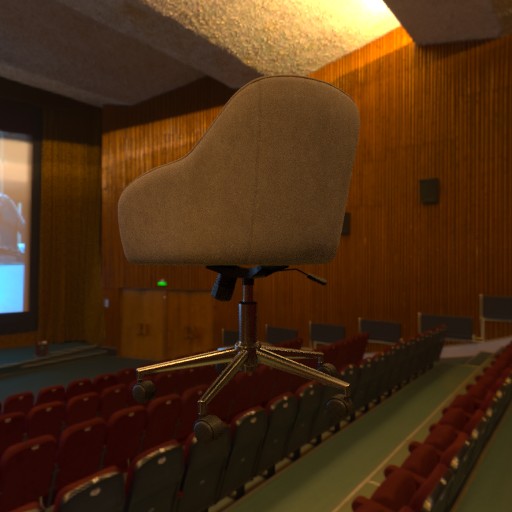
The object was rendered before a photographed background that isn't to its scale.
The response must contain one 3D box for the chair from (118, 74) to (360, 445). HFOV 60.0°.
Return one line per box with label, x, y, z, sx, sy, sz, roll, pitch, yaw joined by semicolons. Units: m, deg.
chair;0.000;0.000;1.278;0.573;0.831;0.635;0;0;36
